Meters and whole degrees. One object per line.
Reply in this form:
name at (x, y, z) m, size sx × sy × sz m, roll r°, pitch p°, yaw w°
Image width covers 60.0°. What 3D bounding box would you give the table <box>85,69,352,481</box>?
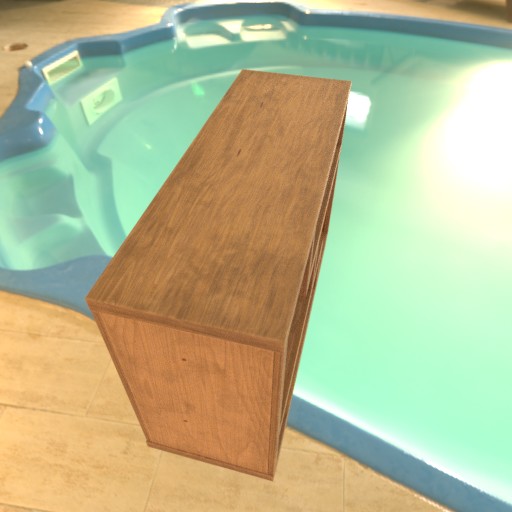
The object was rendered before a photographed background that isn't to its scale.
table at (0.000, 0.000, 1.514) m, size 0.410 × 0.771 × 1.151 m, roll 11°, pitch 46°, yaw 10°
